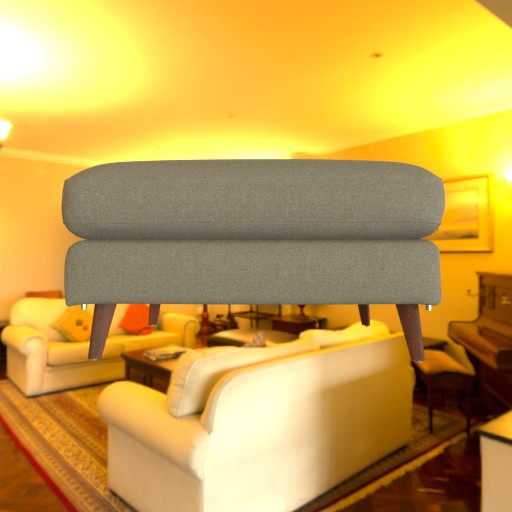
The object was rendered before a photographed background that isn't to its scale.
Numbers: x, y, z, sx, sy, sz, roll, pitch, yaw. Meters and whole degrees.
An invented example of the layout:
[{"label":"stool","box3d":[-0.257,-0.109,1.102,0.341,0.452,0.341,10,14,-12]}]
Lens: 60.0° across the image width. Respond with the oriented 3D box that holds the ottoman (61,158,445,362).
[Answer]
[{"label":"ottoman","box3d":[0.000,0.000,1.180,0.811,0.449,0.608,0,0,1]}]
